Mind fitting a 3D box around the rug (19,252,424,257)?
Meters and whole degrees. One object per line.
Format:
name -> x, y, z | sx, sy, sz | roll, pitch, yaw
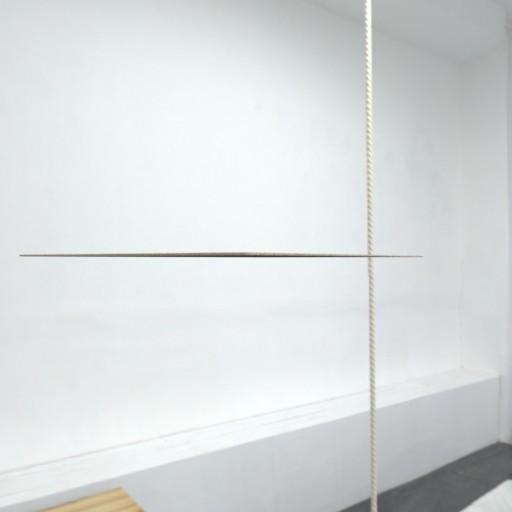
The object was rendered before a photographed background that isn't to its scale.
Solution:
rug -> 0.000, 0.000, 2.882 | 1.524, 0.011, 2.286 | 0, 0, 35
